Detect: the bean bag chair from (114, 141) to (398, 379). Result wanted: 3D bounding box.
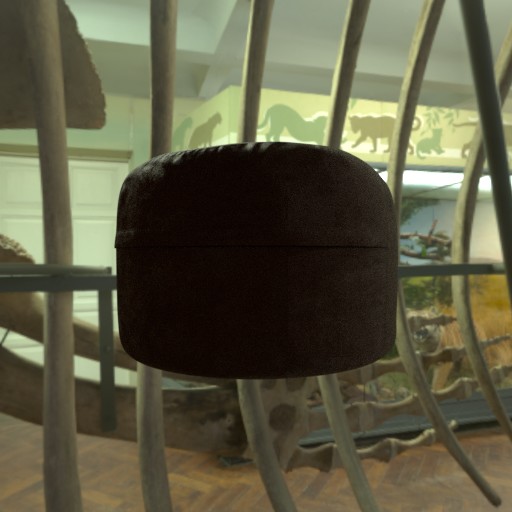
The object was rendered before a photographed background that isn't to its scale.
[{"bbox_3d":[0.000,0.000,1.500,0.918,0.616,0.918,0,0,0],"label":"bean bag chair"}]
